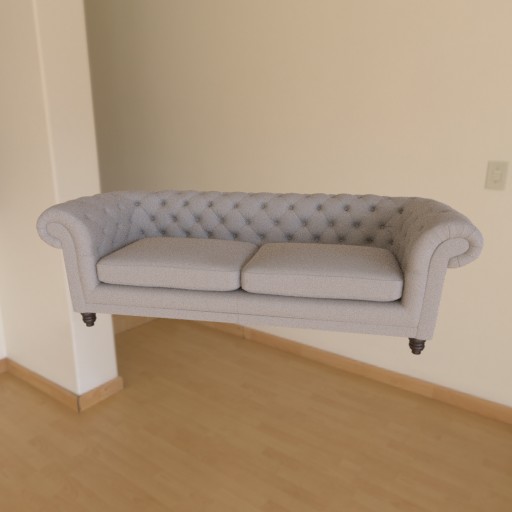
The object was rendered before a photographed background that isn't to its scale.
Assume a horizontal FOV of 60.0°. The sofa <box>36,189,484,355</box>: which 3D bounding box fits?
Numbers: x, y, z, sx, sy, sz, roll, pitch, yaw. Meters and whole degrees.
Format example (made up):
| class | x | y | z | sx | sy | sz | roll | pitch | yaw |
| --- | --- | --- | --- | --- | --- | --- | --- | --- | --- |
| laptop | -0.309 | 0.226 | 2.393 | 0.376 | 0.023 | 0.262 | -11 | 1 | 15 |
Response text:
| class | x | y | z | sx | sy | sz | roll | pitch | yaw |
| --- | --- | --- | --- | --- | --- | --- | --- | --- | --- |
| sofa | 0.000 | 0.000 | 2.816 | 2.411 | 0.749 | 0.991 | 3 | 15 | 11 |
